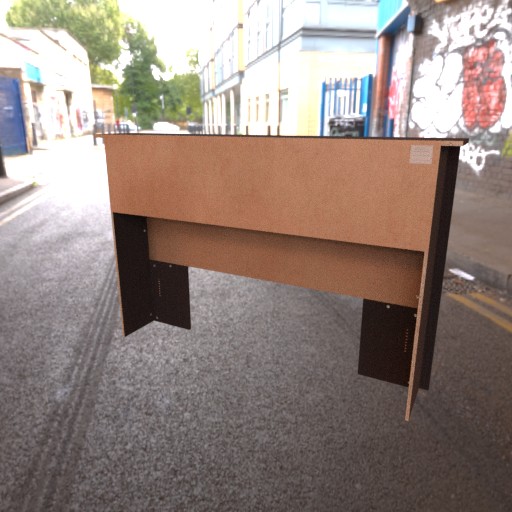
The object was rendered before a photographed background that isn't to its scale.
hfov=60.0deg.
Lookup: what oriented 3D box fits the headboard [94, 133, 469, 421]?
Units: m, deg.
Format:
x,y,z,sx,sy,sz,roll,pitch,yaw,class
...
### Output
x,y,z,sx,sy,sz,roll,pitch,yaw,class
0.000,0.000,2.086,1.671,1.092,0.279,9,19,27,headboard
